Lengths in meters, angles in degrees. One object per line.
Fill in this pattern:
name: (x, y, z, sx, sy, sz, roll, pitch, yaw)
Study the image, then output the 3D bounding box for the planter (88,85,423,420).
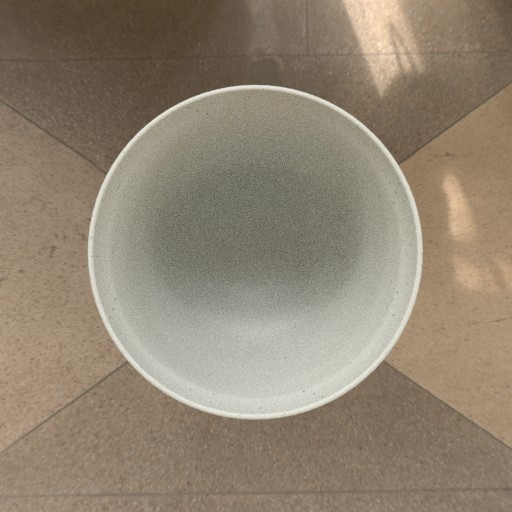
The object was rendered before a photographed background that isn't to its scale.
planter: (0.000, 0.000, 0.375, 0.204, 0.214, 0.204, 0, 88, 0)
